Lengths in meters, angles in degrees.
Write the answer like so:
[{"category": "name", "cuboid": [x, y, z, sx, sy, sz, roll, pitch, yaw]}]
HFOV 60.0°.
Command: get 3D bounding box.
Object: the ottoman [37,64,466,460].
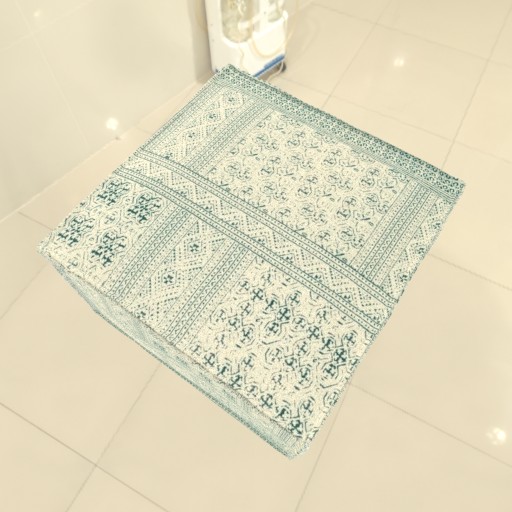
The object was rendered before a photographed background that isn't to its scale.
[{"category": "ottoman", "cuboid": [0.000, 0.000, 1.027, 0.626, 0.439, 0.617, 32, 67, 15]}]
